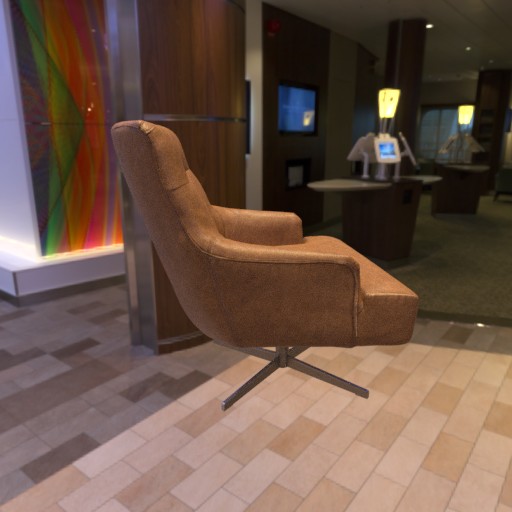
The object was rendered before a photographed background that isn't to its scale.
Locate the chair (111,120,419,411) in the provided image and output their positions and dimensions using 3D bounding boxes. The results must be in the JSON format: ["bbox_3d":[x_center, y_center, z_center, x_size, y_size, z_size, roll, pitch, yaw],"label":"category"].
[{"bbox_3d":[0.000,0.000,1.515,0.874,0.869,0.729,-2,16,-8],"label":"chair"}]
